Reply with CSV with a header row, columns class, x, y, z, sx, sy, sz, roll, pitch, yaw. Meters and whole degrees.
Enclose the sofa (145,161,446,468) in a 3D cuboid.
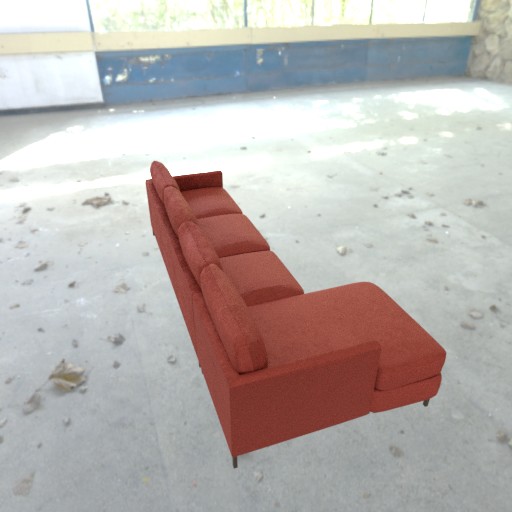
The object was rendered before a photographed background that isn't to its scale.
class,x,y,z,sx,sy,sz,roll,pitch,yaw
sofa,0.000,0.000,4.068,1.500,0.967,3.400,-10,32,-17
